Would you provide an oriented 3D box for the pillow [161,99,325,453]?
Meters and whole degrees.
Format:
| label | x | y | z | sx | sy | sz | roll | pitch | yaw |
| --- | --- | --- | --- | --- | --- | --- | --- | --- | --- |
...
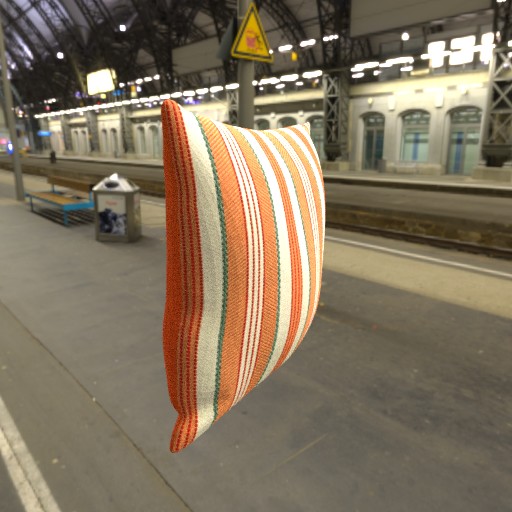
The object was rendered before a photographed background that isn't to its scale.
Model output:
| label | x | y | z | sx | sy | sz | roll | pitch | yaw |
| --- | --- | --- | --- | --- | --- | --- | --- | --- | --- |
| pillow | 0.000 | 0.000 | 0.708 | 0.182 | 0.441 | 0.440 | 7 | 16 | 27 |
